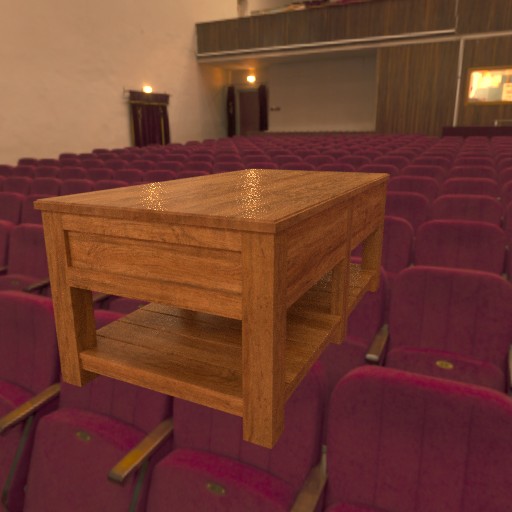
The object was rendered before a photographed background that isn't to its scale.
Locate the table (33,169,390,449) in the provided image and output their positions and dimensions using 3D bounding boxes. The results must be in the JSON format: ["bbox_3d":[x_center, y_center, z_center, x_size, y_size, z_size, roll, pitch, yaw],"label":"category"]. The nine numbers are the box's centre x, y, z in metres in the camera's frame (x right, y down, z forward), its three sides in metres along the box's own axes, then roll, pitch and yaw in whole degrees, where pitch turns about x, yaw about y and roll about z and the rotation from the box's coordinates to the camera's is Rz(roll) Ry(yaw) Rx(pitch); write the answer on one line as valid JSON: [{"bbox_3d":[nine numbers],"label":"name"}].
[{"bbox_3d":[0.000,0.000,1.472,0.635,0.480,1.150,7,17,25],"label":"table"}]
